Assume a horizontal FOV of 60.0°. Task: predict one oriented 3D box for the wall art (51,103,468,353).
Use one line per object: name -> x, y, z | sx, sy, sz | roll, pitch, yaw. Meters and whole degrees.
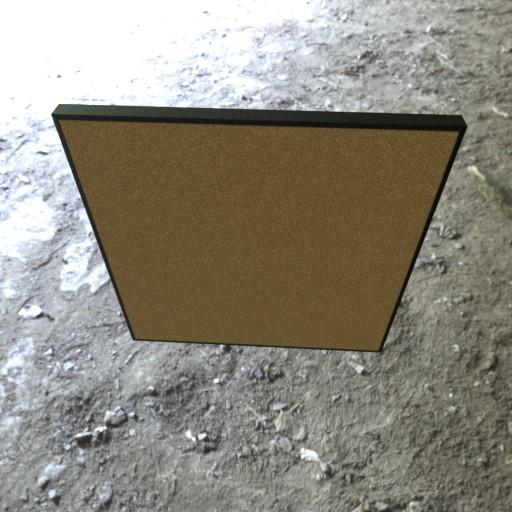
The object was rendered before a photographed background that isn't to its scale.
wall art -> 0.000, 0.000, 0.738 | 0.513, 0.511, 0.028 | 2, 46, 2
